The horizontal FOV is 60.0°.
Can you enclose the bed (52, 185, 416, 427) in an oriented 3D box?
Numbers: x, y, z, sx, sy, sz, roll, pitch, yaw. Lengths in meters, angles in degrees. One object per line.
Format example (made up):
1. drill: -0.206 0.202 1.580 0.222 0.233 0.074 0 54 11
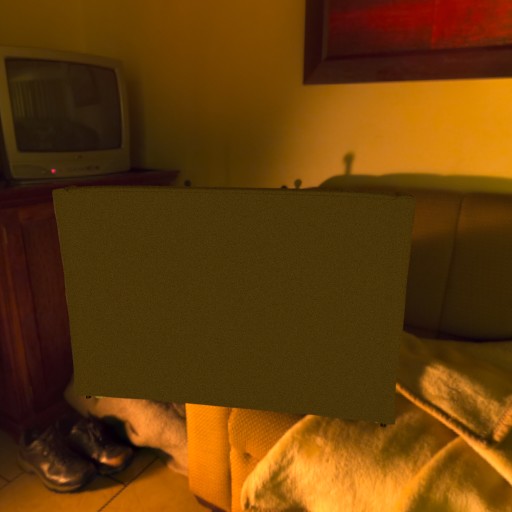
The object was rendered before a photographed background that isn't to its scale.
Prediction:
1. bed: 0.000 0.000 3.500 1.925 1.332 2.276 2 16 9
